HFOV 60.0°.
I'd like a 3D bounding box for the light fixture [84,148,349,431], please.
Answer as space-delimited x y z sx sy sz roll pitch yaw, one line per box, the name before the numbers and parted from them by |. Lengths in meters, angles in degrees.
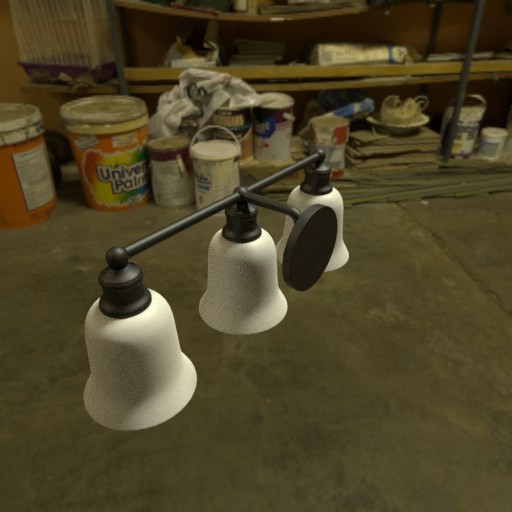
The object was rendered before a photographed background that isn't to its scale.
light fixture | 0.000 0.000 0.659 0.198 0.211 0.570 22 38 31
